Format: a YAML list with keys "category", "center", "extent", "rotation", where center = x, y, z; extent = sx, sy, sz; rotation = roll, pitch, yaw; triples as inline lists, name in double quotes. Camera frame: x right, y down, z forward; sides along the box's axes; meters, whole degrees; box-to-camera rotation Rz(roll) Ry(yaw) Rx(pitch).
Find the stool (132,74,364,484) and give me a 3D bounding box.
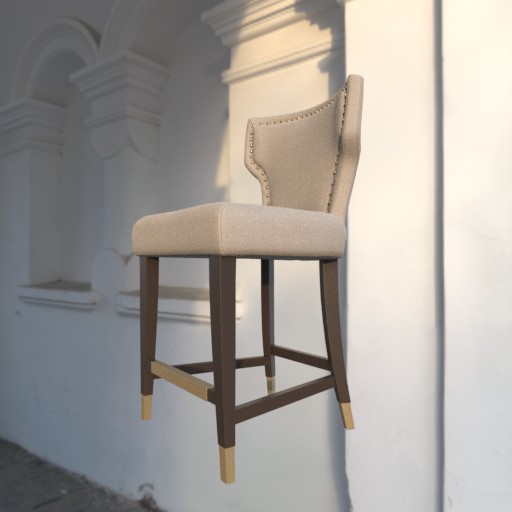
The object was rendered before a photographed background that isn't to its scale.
- category: "stool"
  center: [0.000, 0.000, 1.291]
  extent: [0.563, 0.982, 0.527]
  rotation: [0, 0, -36]
